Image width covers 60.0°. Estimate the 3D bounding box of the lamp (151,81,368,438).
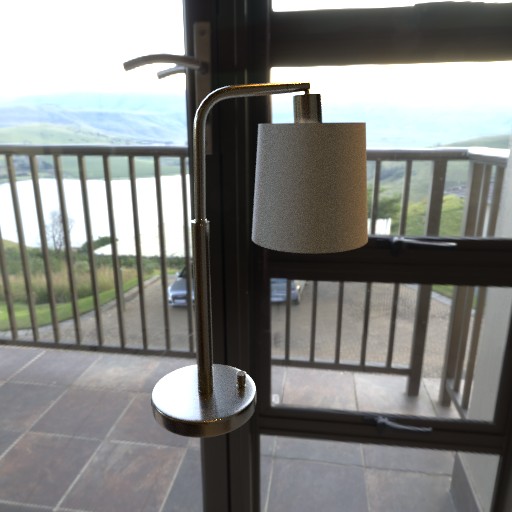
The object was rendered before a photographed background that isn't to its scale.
[{"bbox_3d":[0.000,0.000,0.658,0.333,0.489,0.171,-3,16,-9],"label":"lamp"}]
